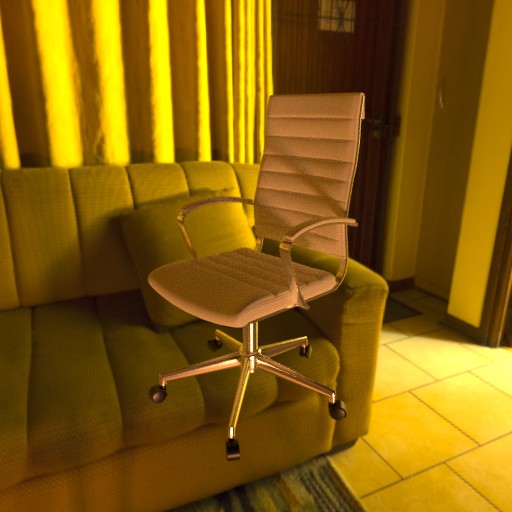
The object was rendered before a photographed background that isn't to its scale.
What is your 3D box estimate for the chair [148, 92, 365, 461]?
[{"bbox_3d":[0.000,0.000,1.654,0.766,1.149,0.739,17,25,42],"label":"chair"}]
